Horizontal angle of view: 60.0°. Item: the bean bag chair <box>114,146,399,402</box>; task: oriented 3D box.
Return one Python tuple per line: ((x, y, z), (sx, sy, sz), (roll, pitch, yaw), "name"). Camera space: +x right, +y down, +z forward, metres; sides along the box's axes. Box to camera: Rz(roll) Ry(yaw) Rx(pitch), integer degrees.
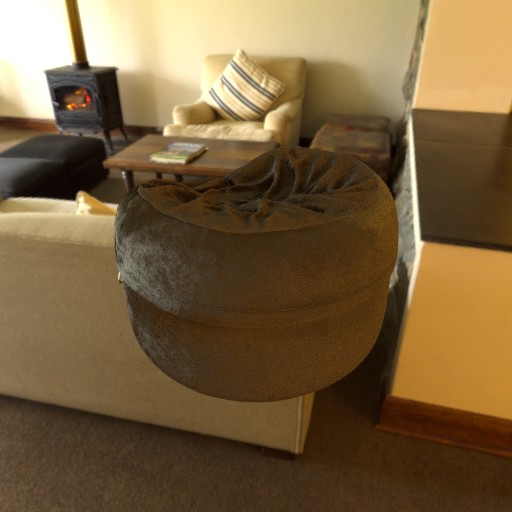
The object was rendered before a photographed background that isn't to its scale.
((0.000, 0.000, 1.539), (0.918, 0.605, 0.918), (0, 30, 0), "bean bag chair")
